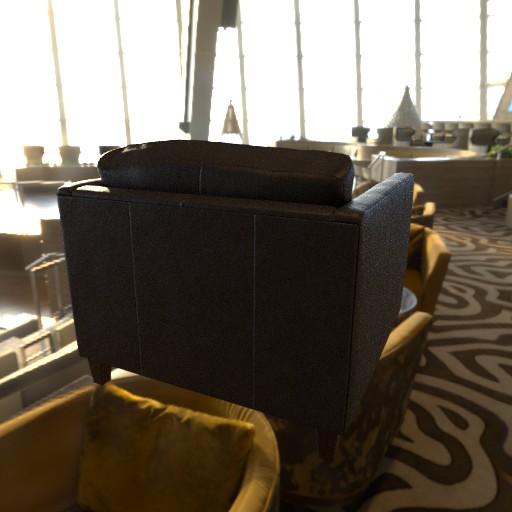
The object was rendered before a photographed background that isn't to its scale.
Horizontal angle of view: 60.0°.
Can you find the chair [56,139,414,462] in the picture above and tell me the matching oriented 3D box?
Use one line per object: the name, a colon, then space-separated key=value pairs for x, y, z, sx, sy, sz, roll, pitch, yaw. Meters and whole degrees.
chair: x=0.000 y=0.000 z=1.566 sx=0.939 sy=0.811 sz=0.862 roll=8 pitch=19 yaw=25
